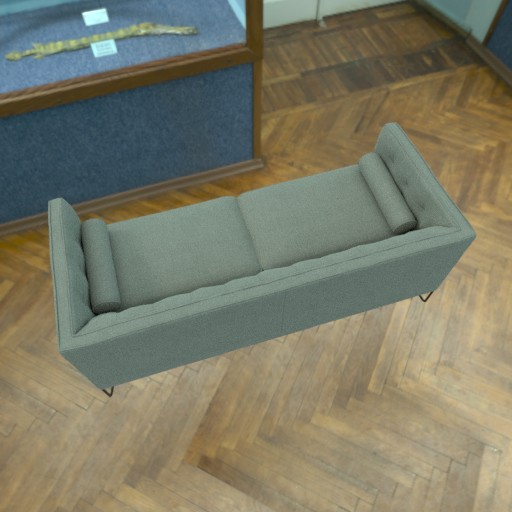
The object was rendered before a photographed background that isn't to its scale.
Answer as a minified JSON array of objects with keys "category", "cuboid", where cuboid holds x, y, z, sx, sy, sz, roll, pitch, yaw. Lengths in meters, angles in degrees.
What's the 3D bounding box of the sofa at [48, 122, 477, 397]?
[{"category":"sofa","cuboid":[0.000,0.000,2.608,2.079,0.798,0.912,-15,59,-9]}]
